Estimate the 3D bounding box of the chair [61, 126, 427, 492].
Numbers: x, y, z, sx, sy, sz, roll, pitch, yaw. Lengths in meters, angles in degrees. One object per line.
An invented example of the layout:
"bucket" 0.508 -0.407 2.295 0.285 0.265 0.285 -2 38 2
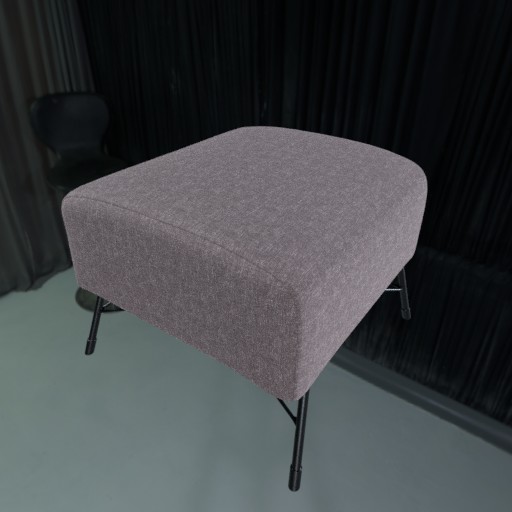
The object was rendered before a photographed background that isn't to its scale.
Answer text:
"chair" 0.000 0.000 0.893 0.530 0.410 0.530 20 37 30
